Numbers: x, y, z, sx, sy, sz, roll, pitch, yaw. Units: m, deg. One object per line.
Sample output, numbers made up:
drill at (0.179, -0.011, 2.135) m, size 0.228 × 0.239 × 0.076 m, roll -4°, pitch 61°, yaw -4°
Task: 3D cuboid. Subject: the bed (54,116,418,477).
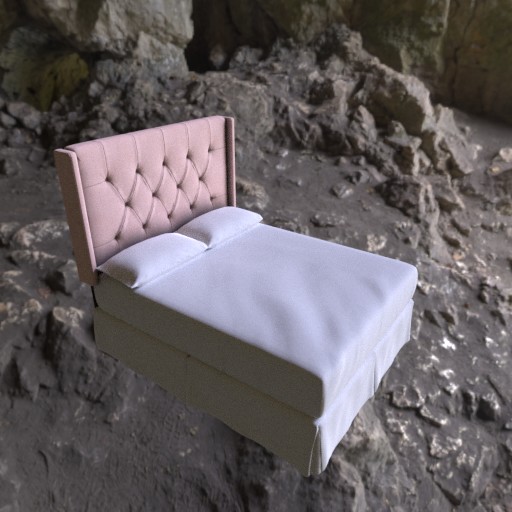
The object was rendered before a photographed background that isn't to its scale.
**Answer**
bed at (0.000, 0.000, 3.320) m, size 2.066 × 1.665 × 1.719 m, roll 18°, pitch 31°, yaw 31°
